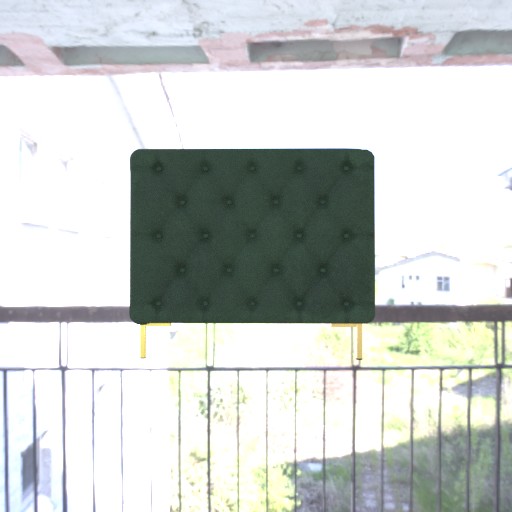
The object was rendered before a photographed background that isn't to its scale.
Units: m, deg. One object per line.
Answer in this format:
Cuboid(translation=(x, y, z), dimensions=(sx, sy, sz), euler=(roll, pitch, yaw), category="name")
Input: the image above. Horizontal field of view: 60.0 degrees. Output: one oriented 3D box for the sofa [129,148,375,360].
Cuboid(translation=(0.000, 0.000, 2.651), dimensions=(0.895, 0.771, 2.209), euler=(0, 0, 1), category="sofa")
